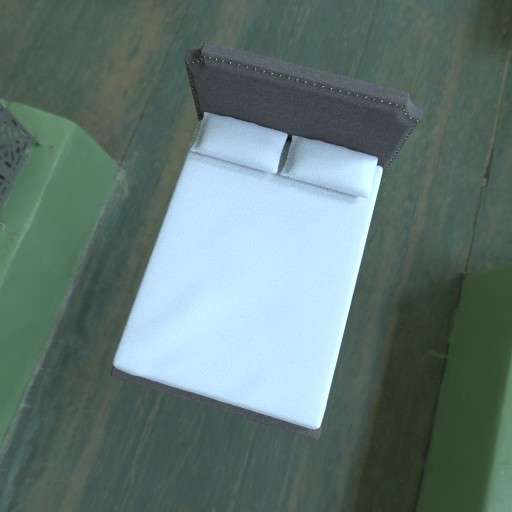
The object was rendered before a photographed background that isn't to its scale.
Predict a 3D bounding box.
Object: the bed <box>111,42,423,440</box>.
[{"bbox_3d":[0.000,0.000,3.420,1.713,1.457,2.381,16,77,4],"label":"bed"}]
